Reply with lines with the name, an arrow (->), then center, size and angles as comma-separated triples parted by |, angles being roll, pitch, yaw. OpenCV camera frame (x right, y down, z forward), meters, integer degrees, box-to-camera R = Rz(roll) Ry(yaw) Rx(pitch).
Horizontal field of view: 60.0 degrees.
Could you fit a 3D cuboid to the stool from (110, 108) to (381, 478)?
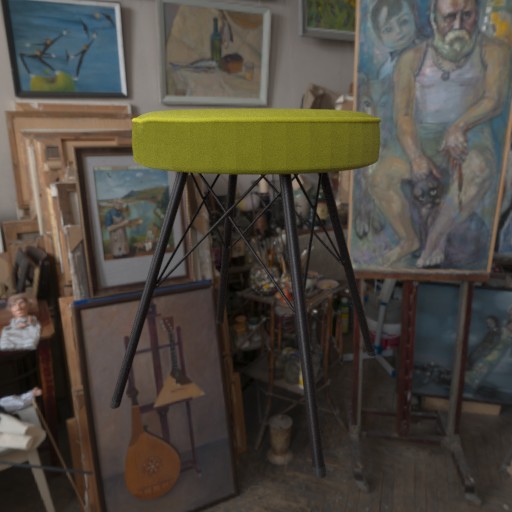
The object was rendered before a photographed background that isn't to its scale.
stool -> 0.000, 0.000, 0.814 | 0.409, 0.508, 0.409 | 8, 18, 24
